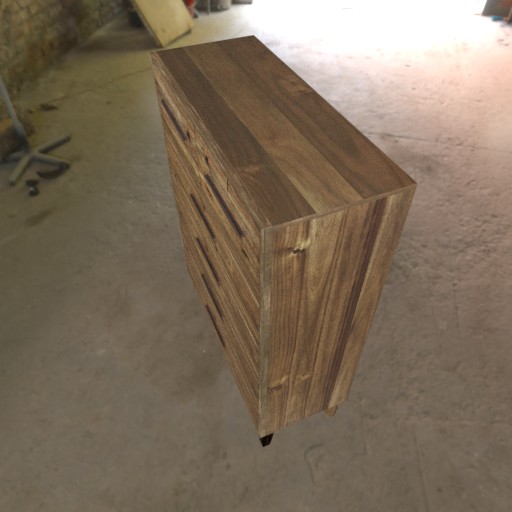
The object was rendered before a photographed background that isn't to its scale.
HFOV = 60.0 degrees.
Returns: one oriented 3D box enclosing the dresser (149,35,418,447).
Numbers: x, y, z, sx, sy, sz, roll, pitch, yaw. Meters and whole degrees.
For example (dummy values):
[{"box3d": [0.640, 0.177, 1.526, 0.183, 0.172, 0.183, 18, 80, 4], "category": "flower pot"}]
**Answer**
[{"box3d": [0.000, 0.000, 1.908, 0.442, 1.393, 1.062, -17, 49, -16], "category": "dresser"}]
